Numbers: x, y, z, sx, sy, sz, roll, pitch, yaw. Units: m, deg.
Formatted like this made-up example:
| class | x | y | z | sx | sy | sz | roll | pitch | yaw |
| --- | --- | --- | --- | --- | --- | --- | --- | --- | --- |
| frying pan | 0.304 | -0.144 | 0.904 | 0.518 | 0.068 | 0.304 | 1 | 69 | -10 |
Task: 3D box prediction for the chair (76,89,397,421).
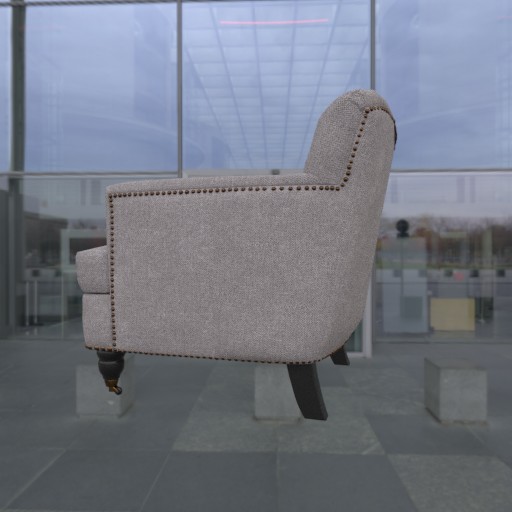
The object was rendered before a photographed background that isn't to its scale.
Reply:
| class | x | y | z | sx | sy | sz | roll | pitch | yaw |
| --- | --- | --- | --- | --- | --- | --- | --- | --- | --- |
| chair | 0.000 | 0.000 | 1.486 | 0.902 | 0.823 | 0.737 | 0 | 0 | 17 |
